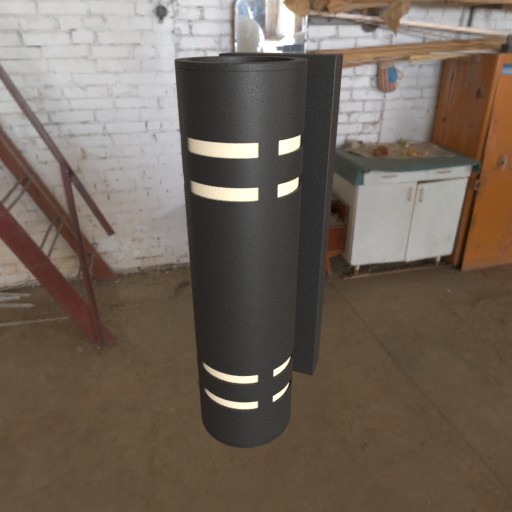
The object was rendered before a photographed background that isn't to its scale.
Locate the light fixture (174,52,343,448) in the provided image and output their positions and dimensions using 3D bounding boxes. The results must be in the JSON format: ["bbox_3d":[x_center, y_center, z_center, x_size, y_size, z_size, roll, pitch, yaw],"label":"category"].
[{"bbox_3d":[0.000,0.000,0.403,0.105,0.330,0.149,9,28,18],"label":"light fixture"}]
